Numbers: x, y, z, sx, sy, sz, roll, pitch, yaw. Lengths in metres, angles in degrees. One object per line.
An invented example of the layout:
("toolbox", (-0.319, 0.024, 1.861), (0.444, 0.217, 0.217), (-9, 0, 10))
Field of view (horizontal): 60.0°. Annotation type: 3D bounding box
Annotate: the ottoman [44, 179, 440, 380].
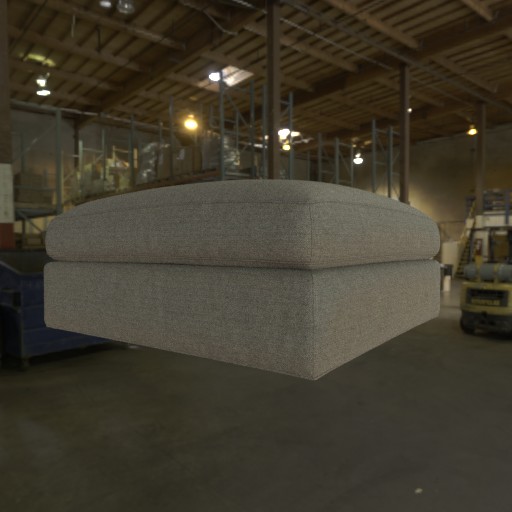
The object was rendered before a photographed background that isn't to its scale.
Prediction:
("ottoman", (0.000, 0.000, 1.589), (1.041, 0.470, 1.041), (1, 2, 36))
